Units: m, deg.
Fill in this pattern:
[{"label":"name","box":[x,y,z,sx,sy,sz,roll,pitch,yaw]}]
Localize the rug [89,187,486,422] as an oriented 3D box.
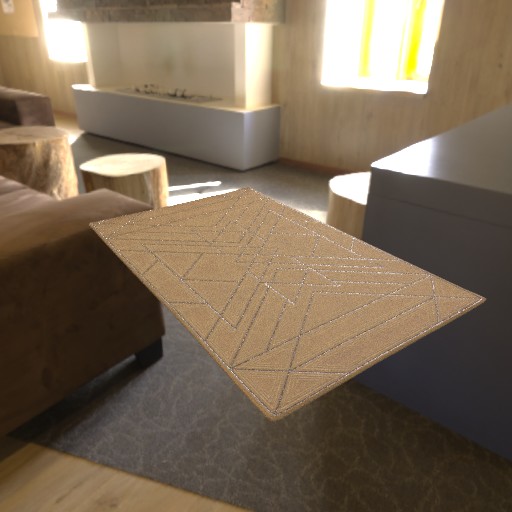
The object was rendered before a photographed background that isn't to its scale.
[{"label":"rug","box":[0.000,0.000,3.076,1.575,0.023,2.459,-18,33,-31]}]
